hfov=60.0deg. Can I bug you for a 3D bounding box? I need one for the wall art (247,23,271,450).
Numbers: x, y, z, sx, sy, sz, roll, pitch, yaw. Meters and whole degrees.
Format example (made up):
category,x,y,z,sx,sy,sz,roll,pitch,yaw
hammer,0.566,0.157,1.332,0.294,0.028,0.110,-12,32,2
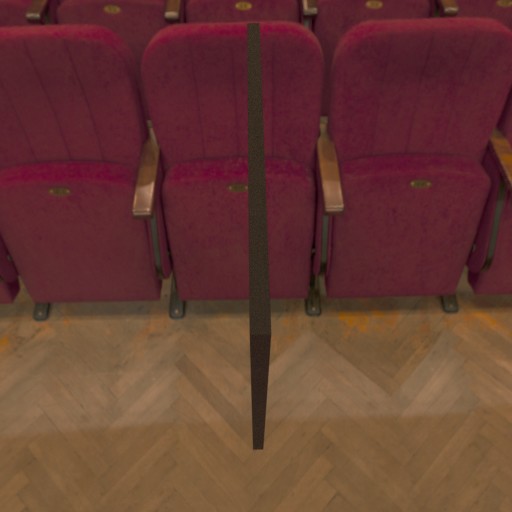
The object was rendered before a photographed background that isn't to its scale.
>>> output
category,x,y,z,sx,sy,sz,roll,pitch,yaw
wall art,0.000,0.000,1.478,0.038,1.016,1.016,-1,56,0
